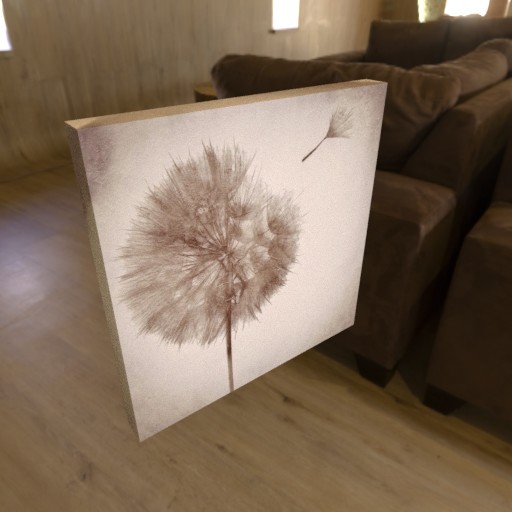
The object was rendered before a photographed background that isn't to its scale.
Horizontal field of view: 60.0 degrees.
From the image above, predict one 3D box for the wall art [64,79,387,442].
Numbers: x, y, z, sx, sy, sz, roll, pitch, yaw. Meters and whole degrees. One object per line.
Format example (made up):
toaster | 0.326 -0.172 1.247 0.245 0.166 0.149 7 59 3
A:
wall art | 0.000 0.000 0.445 0.303 0.303 0.028 -21 36 -31
